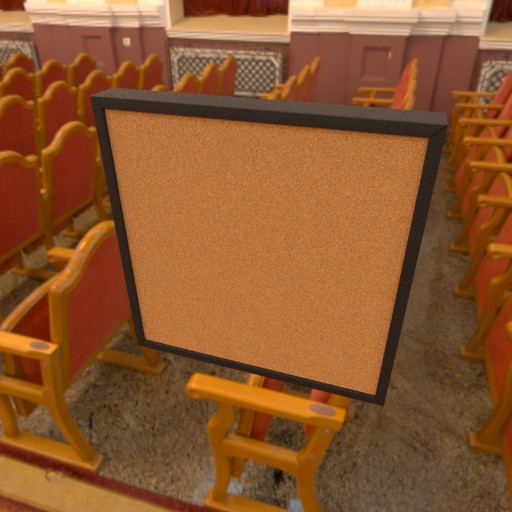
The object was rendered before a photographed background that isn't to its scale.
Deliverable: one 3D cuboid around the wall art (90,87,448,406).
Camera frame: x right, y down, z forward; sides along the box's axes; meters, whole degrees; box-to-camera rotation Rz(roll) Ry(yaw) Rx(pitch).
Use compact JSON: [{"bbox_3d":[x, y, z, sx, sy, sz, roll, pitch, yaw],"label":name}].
[{"bbox_3d":[0.000,0.000,0.456,0.305,0.305,0.037,10,33,15],"label":"wall art"}]
